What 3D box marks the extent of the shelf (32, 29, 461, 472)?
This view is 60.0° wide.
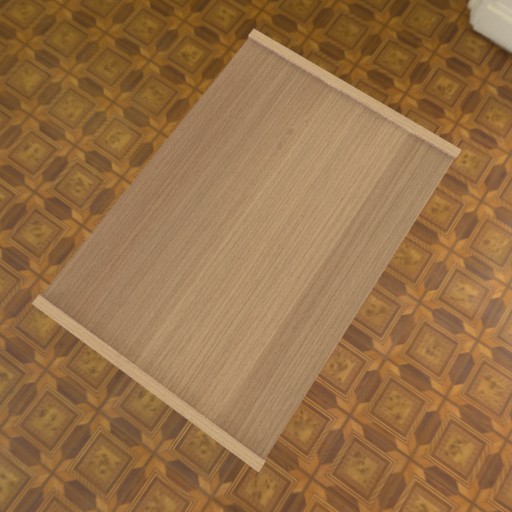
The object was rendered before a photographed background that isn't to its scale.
[{"bbox_3d":[0.000,0.000,0.637,0.290,0.305,0.415,34,79,8],"label":"shelf"}]
